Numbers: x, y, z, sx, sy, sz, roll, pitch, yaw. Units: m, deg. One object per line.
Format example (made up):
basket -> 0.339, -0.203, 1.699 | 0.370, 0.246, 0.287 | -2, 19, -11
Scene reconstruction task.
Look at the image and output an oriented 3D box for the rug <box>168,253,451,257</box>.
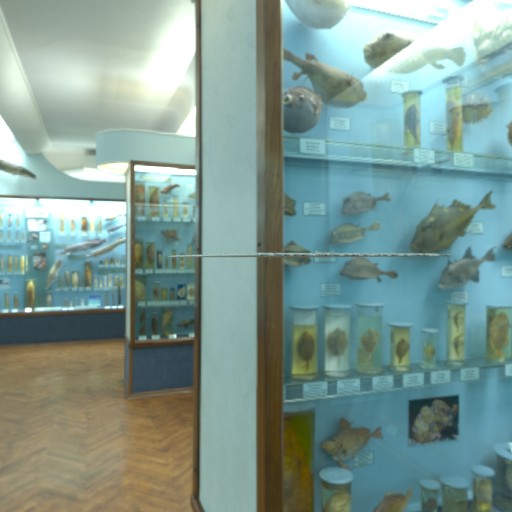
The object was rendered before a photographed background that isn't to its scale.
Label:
rug -> 0.000, 0.000, 2.744 | 0.786, 0.013, 2.480 | 0, 0, -18
